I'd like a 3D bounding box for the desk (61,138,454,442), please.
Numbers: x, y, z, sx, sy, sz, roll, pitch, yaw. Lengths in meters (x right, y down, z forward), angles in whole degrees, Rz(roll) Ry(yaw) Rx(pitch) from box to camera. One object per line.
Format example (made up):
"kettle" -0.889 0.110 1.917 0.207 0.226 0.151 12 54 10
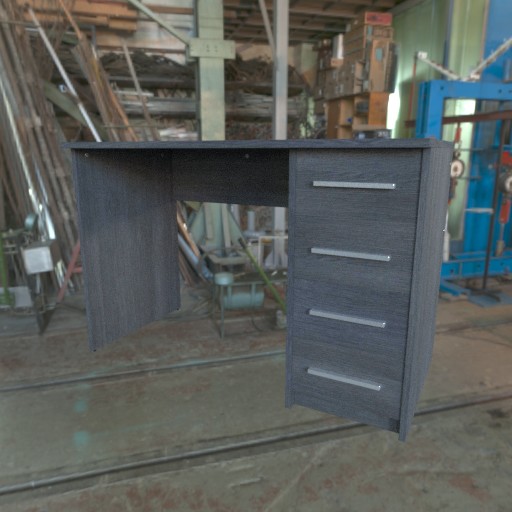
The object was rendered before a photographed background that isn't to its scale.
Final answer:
"desk" 0.000 0.000 1.468 1.096 0.730 0.560 7 15 27
